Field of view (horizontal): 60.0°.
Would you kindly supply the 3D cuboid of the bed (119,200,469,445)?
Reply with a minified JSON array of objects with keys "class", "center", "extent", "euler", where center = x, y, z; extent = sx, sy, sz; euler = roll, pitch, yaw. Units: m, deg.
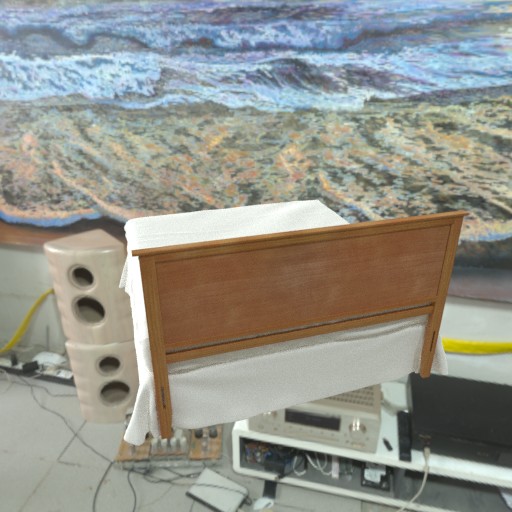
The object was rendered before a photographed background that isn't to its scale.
[{"class":"bed","center":[0.000,0.000,3.629],"extent":[2.317,1.270,2.215],"euler":[-8,26,-16]}]
